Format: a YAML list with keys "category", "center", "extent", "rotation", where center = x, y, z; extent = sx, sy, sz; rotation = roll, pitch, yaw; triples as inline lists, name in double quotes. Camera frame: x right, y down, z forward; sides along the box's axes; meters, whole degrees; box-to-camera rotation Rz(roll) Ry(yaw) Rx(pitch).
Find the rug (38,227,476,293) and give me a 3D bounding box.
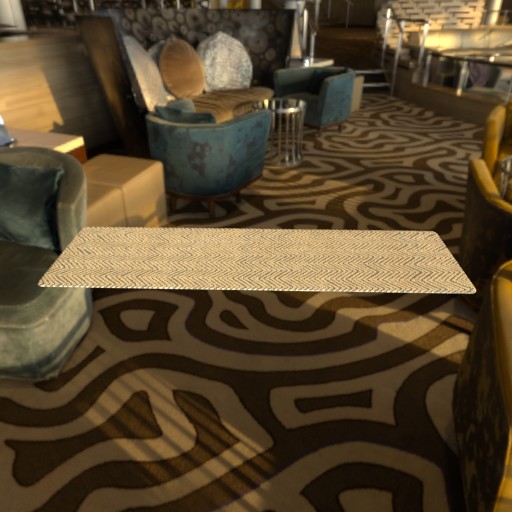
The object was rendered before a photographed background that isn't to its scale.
- category: "rug"
  center: [0.000, 0.000, 2.585]
  extent: [2.286, 0.008, 0.686]
  rotation: [1, 30, 1]
